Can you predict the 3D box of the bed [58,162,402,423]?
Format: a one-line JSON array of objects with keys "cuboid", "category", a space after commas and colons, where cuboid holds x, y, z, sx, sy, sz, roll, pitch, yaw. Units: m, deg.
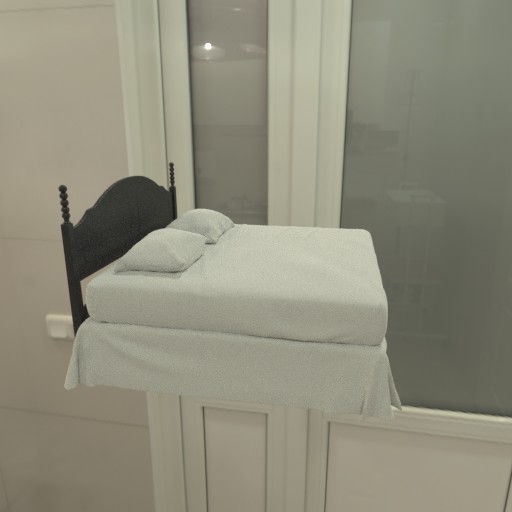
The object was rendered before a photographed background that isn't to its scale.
[{"cuboid": [0.000, 0.000, 3.682, 2.219, 1.355, 2.322, 3, 17, 11], "category": "bed"}]
